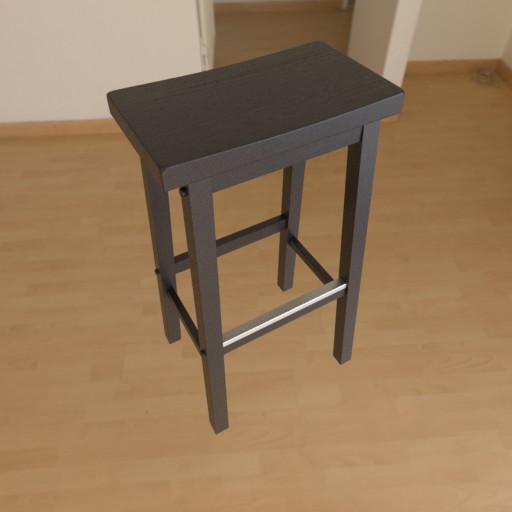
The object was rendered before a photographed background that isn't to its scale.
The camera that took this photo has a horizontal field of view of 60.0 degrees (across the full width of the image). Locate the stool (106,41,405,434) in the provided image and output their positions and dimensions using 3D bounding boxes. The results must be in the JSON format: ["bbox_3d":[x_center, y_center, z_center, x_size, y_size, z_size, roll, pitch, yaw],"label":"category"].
[{"bbox_3d":[0.000,0.000,0.953,0.406,0.742,0.322,-23,51,-20],"label":"stool"}]
